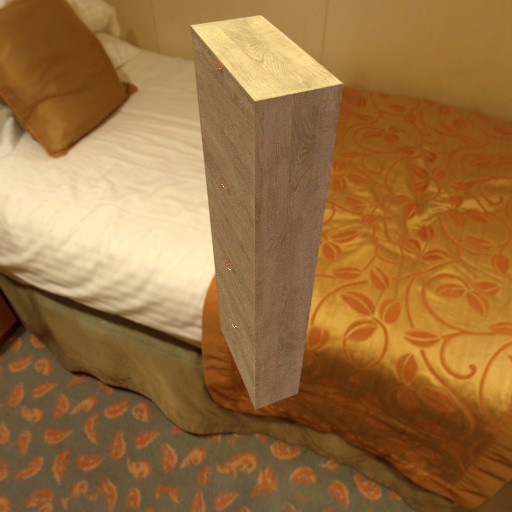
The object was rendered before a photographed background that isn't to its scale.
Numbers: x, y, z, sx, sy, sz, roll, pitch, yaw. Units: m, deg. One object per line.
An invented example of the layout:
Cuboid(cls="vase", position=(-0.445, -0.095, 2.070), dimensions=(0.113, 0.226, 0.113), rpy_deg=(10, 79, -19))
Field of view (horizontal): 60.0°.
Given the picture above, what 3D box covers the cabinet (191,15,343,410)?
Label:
Cuboid(cls="cabinet", position=(0.000, 0.000, 1.809), dimensions=(0.250, 1.630, 0.520), rpy_deg=(-17, 49, -15))
